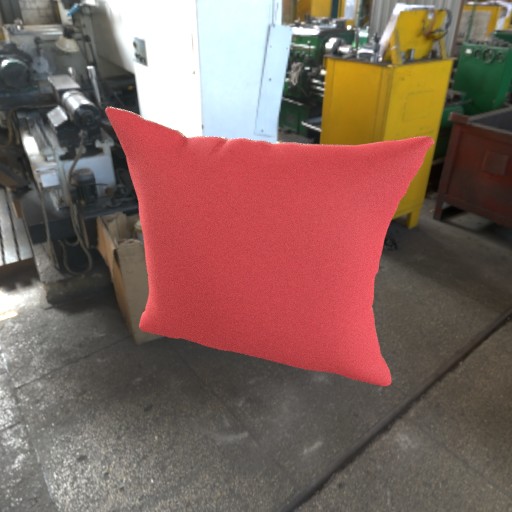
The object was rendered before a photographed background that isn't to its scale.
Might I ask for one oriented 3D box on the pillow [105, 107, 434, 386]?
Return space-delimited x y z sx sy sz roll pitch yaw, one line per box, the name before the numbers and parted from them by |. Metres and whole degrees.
pillow | 0.000 0.000 0.820 0.559 0.501 0.229 9 33 15
